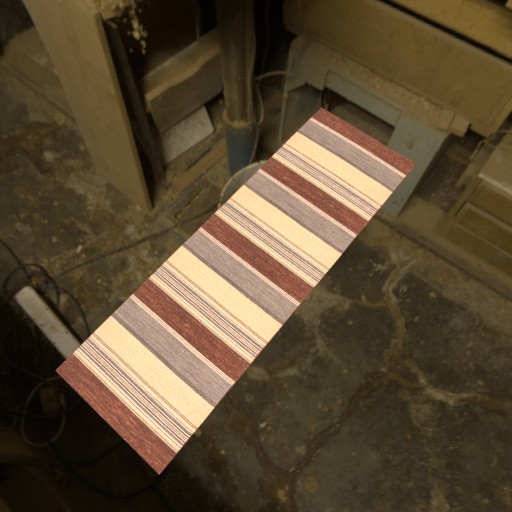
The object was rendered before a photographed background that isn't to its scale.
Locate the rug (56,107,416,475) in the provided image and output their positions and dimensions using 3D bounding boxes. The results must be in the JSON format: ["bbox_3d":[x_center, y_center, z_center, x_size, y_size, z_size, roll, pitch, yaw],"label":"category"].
[{"bbox_3d":[0.000,0.000,2.691,0.792,0.006,2.437,37,70,16],"label":"rug"}]
